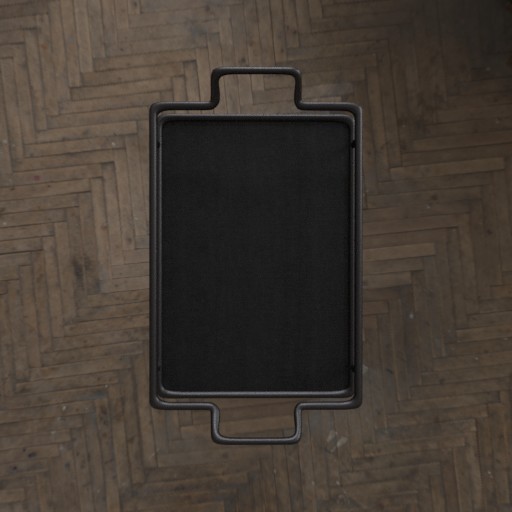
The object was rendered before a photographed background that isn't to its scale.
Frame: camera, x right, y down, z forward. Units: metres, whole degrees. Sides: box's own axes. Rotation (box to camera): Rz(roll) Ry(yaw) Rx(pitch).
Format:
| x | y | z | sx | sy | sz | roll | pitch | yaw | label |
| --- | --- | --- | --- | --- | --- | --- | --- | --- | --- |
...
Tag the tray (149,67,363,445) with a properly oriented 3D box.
| x | y | z | sx | sy | sz | roll | pitch | yaw | label |
| --- | --- | --- | --- | --- | --- | --- | --- | --- | --- |
| 0.000 | 0.000 | 0.625 | 0.297 | 0.101 | 0.495 | 0 | 90 | 0 | tray |
